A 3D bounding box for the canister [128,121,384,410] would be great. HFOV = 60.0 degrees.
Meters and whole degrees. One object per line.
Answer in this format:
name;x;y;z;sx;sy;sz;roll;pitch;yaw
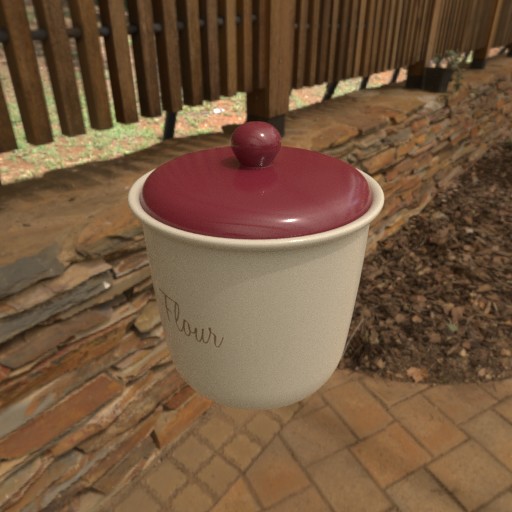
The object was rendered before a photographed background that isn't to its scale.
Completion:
canister;0.000;0.000;0.352;0.182;0.208;0.182;0;29;0
